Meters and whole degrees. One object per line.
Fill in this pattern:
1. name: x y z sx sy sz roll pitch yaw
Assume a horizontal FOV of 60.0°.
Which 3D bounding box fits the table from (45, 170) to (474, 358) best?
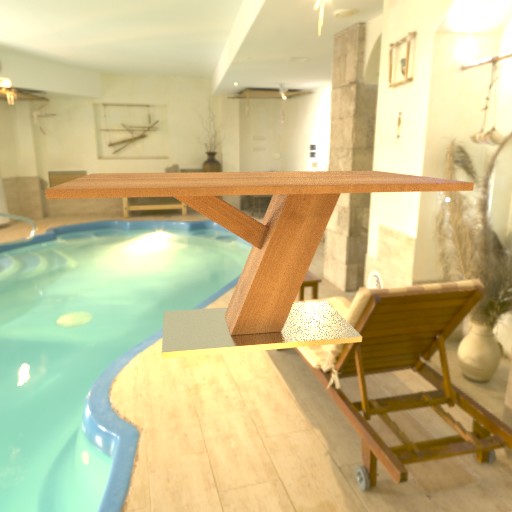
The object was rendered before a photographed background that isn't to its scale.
1. table: 0.000 0.000 2.143 1.600 0.750 0.900 -3 14 -10
